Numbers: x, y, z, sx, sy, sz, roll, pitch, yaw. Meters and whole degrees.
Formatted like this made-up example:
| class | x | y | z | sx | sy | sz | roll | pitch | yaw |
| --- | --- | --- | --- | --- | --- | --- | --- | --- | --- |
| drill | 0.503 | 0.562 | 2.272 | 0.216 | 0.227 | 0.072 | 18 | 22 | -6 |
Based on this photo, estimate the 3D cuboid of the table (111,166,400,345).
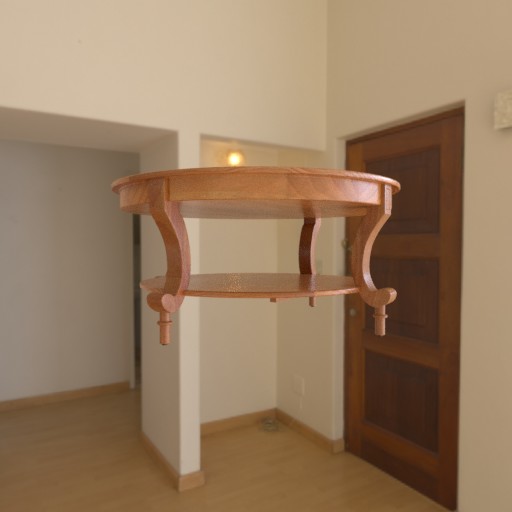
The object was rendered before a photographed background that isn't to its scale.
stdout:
| class | x | y | z | sx | sy | sz | roll | pitch | yaw |
| --- | --- | --- | --- | --- | --- | --- | --- | --- | --- |
| table | 0.000 | 0.000 | 1.656 | 1.029 | 0.490 | 1.029 | 0 | 2 | 0 |
